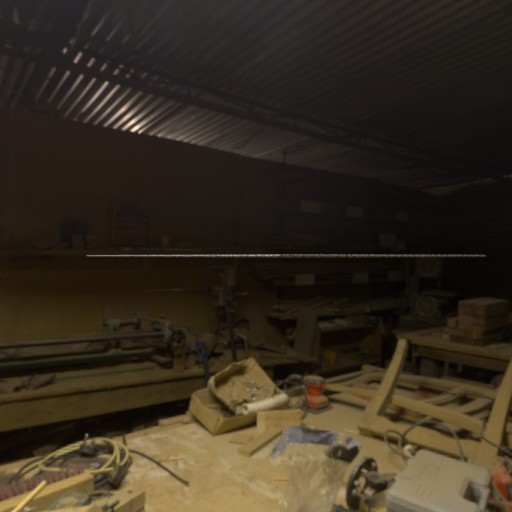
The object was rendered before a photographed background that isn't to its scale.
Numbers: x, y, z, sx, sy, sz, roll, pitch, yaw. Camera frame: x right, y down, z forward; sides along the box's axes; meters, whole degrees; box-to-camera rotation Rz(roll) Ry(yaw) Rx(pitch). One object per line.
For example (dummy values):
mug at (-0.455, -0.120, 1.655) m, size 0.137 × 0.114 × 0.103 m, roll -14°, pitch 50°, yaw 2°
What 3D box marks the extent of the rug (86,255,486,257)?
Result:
rug at (0.000, 0.000, 2.356) m, size 1.220 × 0.008 × 1.824 m, roll 0°, pitch 0°, yaw -37°
